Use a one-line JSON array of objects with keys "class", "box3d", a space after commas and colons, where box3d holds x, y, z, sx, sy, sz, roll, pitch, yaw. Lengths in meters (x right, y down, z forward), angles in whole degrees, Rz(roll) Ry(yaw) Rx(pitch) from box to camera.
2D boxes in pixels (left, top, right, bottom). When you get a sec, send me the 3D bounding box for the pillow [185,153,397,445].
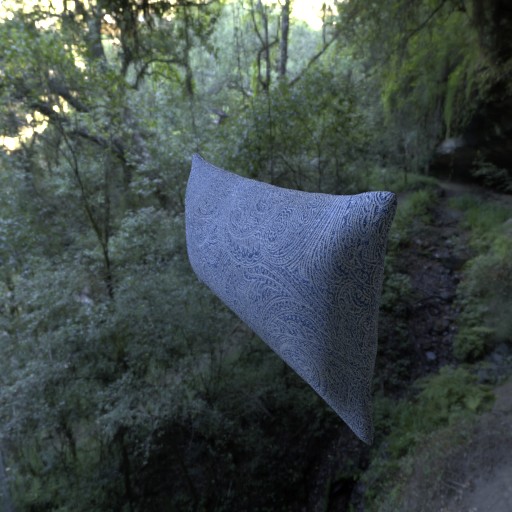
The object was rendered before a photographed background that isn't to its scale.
[{"class": "pillow", "box3d": [0.000, 0.000, 0.730, 0.151, 0.295, 0.615, -8, 19, -24]}]
